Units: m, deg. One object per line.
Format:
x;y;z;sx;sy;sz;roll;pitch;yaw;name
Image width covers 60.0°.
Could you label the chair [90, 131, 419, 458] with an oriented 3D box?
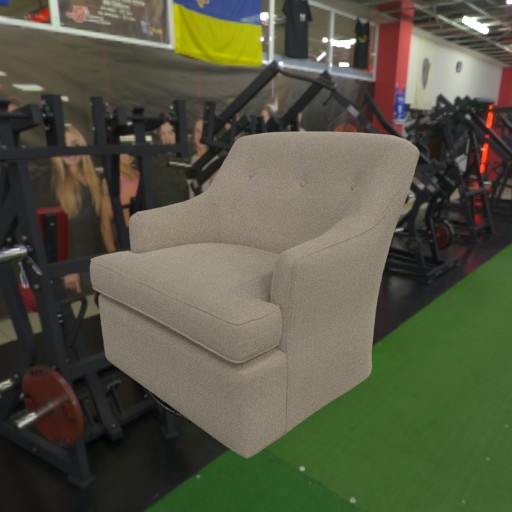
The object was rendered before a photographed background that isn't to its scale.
0.000;0.000;1.601;0.864;0.856;0.923;16;23;42;chair
